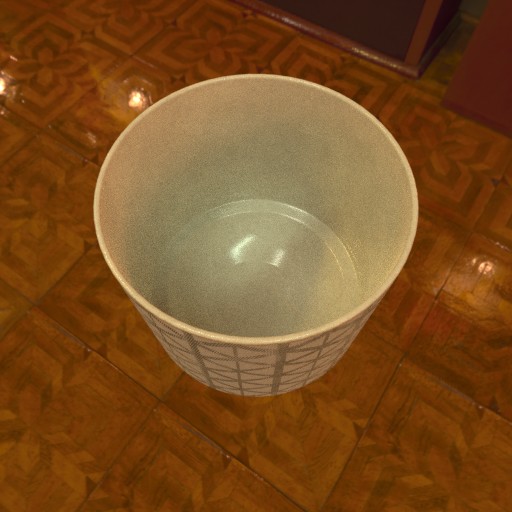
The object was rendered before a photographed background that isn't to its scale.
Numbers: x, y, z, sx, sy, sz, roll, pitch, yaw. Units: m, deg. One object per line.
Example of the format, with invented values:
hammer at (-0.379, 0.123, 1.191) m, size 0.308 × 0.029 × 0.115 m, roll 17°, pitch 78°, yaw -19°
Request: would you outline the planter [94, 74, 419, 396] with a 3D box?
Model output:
planter at (0.000, 0.000, 0.342) m, size 0.190 × 0.181 × 0.190 m, roll 0°, pitch 63°, yaw 0°
